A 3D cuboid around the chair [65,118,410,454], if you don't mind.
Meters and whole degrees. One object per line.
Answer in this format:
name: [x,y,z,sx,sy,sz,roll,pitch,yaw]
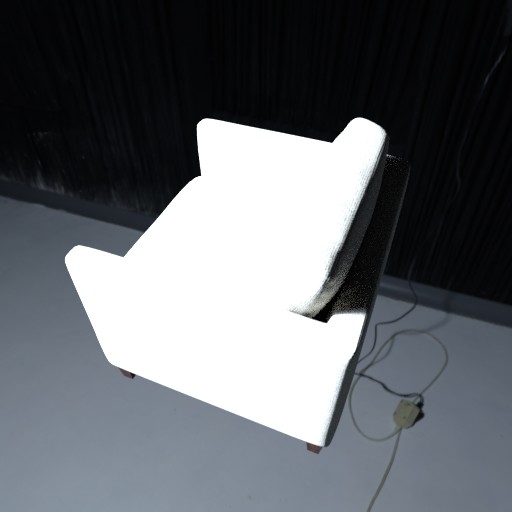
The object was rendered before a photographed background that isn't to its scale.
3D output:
chair: [0.000,0.000,1.740,0.959,0.919,0.996,16,48,15]
